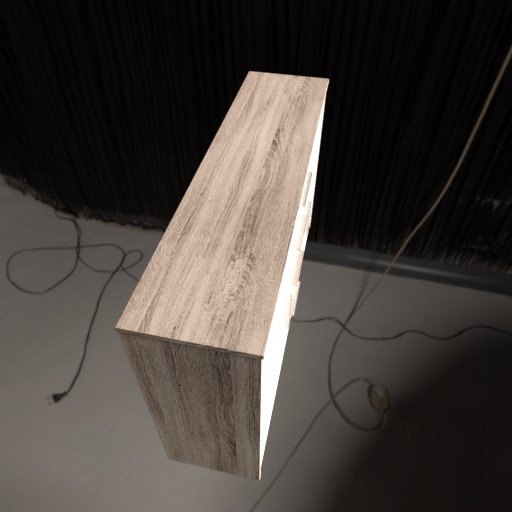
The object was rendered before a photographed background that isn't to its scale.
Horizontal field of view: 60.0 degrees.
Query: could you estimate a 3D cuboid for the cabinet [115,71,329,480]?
[{"bbox_3d":[0.000,0.000,1.854,0.380,0.900,1.450,9,47,8],"label":"cabinet"}]
